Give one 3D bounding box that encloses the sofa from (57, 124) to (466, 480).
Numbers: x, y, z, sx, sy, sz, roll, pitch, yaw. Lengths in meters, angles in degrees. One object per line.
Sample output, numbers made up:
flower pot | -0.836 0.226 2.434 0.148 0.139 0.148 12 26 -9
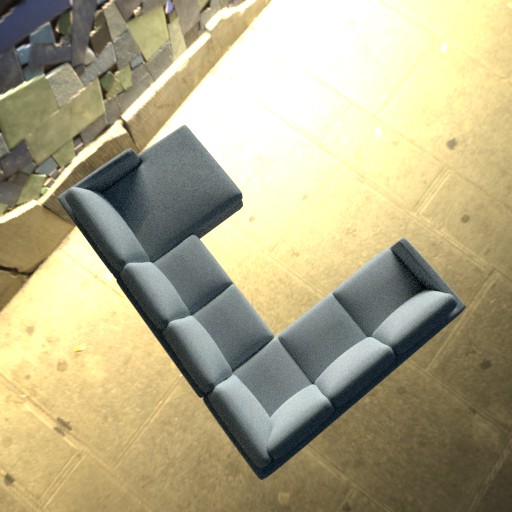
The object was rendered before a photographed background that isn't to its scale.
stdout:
sofa | 0.000 0.000 4.608 2.551 0.889 3.403 -37 80 -8
